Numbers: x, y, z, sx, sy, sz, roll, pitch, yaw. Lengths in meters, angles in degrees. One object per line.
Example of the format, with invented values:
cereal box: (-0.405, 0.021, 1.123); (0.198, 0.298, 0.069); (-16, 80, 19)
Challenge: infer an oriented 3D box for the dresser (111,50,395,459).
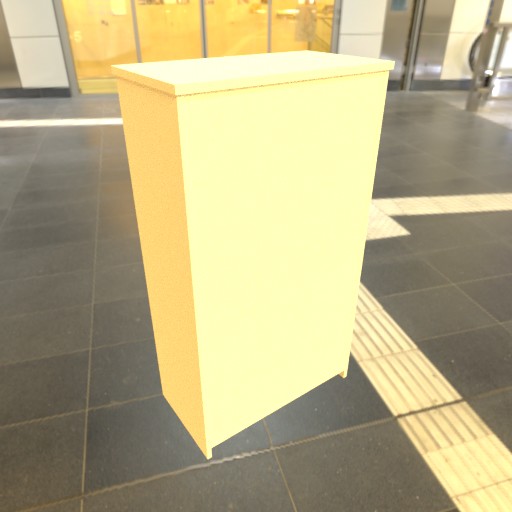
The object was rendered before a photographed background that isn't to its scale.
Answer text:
dresser: (0.000, 0.000, 1.562); (0.704, 1.255, 0.399); (-20, 35, -30)
